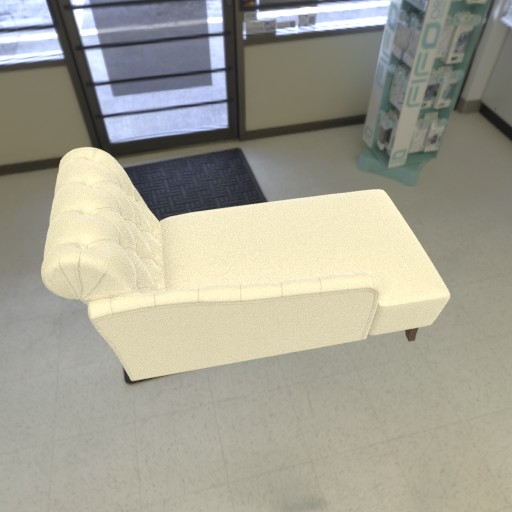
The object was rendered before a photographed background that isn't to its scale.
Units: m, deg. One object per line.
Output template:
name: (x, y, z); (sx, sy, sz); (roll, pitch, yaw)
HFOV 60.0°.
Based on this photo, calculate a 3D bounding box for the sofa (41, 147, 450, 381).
sofa: (0.000, 0.000, 1.778); (1.379, 0.787, 0.675); (-8, 47, -8)
